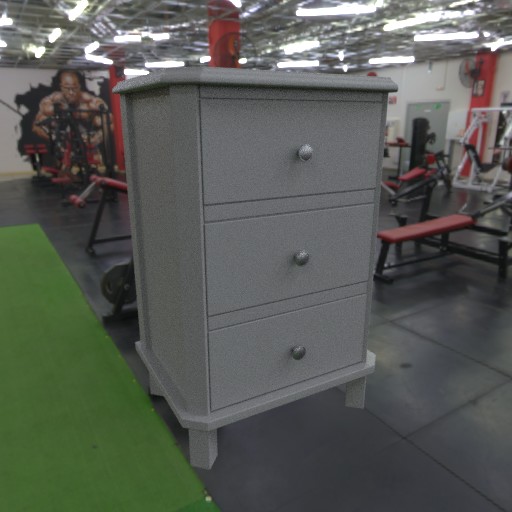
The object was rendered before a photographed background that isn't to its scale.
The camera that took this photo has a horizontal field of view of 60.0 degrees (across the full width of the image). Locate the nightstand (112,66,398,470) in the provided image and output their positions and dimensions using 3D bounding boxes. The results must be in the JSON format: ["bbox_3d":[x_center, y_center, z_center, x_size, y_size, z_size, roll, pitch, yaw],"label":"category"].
[{"bbox_3d":[0.000,0.000,0.921,0.450,0.680,0.350,-9,20,-28],"label":"nightstand"}]
